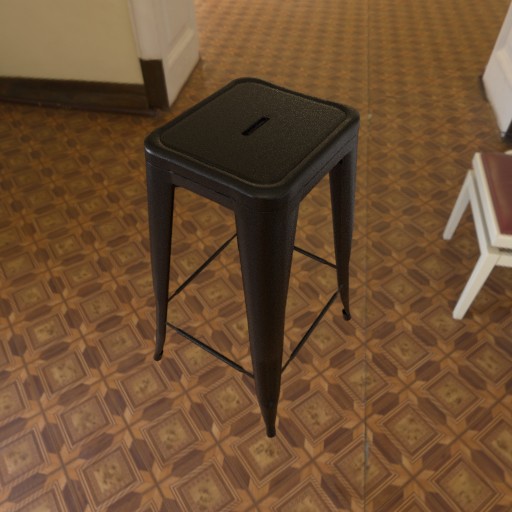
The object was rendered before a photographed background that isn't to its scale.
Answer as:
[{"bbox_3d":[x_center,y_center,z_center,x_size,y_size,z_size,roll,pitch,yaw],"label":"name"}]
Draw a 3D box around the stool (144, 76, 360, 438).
[{"bbox_3d":[0.000,0.000,0.925,0.423,0.609,0.455,17,49,16],"label":"stool"}]
